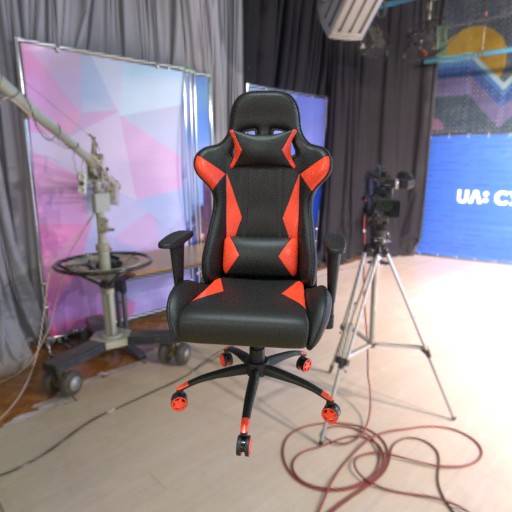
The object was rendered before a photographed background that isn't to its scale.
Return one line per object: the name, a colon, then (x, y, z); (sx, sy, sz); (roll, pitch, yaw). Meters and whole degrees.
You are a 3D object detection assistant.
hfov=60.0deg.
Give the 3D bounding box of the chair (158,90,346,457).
chair: (0.000, 0.000, 1.721); (0.695, 1.282, 0.730); (2, 13, 7)
